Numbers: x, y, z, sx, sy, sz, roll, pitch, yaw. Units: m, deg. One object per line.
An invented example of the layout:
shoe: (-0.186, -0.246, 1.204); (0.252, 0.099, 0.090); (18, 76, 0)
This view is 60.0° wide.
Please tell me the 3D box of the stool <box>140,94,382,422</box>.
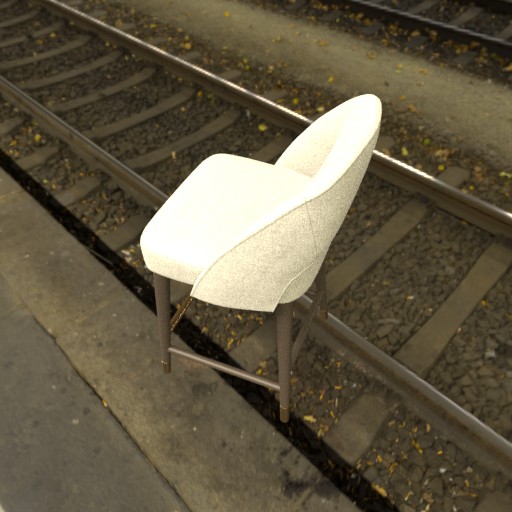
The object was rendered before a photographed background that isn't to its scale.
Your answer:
stool: (0.000, 0.000, 1.253); (0.509, 0.940, 0.494); (17, 49, 16)
